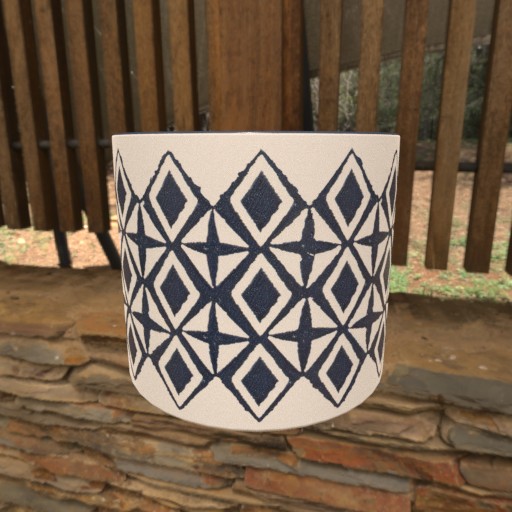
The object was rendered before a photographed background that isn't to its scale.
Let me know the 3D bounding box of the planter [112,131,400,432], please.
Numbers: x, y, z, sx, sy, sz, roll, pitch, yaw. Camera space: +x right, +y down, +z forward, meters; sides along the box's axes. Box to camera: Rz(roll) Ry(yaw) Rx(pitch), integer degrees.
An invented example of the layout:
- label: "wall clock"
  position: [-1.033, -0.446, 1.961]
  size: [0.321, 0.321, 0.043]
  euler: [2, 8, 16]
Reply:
- label: "planter"
  position: [0.000, 0.000, 0.384]
  size: [0.224, 0.203, 0.224]
  euler: [0, 14, 0]
